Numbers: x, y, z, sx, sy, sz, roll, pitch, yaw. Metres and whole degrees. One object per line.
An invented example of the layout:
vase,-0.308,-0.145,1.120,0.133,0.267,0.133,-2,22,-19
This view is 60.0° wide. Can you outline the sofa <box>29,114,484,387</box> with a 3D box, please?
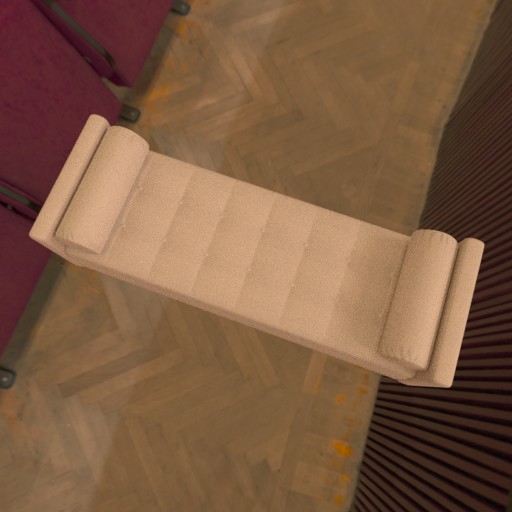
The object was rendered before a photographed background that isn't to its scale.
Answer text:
sofa,0.000,0.000,2.308,1.981,0.635,0.686,19,76,5
